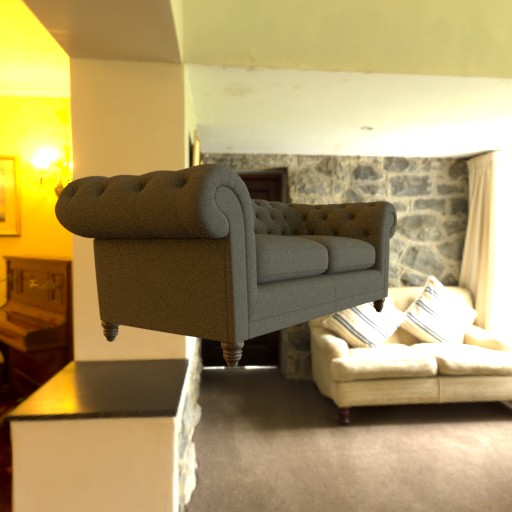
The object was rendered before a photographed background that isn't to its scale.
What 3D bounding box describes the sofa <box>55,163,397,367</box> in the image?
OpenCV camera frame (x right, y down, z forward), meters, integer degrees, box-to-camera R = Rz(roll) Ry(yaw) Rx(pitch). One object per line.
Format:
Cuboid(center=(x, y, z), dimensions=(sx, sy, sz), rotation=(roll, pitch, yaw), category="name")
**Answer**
Cuboid(center=(0.000, 0.000, 2.511), dimensions=(0.986, 0.764, 1.998), rotation=(1, 2, 35), category="sofa")
